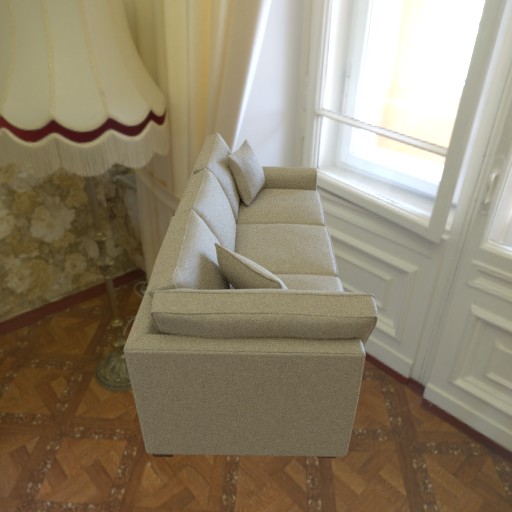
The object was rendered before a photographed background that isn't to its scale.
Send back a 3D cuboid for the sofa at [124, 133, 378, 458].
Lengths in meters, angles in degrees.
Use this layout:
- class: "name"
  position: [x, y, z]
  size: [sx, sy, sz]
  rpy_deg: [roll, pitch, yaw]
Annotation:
- class: "sofa"
  position: [0.000, 0.000, 2.895]
  size: [1.053, 0.948, 2.323]
  rpy_deg: [1, 33, 1]
